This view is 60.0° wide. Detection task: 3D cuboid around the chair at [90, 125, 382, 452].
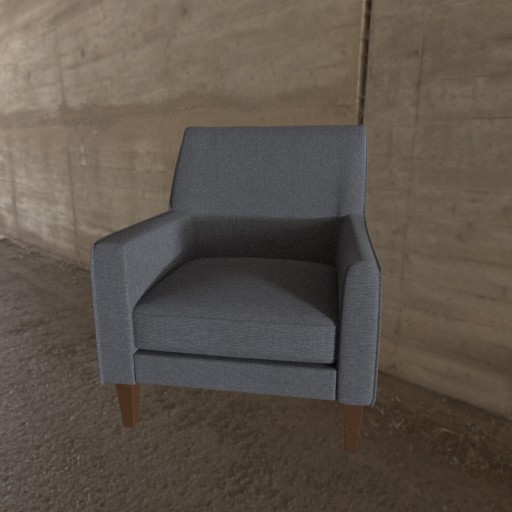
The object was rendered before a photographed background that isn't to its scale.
[{"bbox_3d":[0.000,0.000,1.571,0.780,0.919,0.899,2,14,9],"label":"chair"}]
